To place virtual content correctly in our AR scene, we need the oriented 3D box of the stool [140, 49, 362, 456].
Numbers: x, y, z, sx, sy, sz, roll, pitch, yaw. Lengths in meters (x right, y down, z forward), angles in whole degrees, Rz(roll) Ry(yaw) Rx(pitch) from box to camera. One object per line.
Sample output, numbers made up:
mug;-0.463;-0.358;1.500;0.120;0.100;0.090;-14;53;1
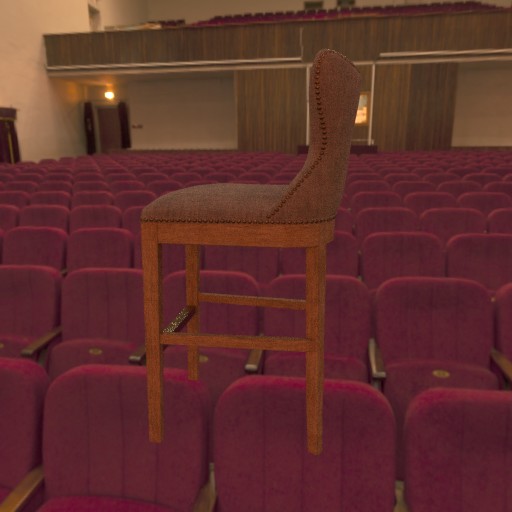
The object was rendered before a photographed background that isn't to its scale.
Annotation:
stool;0.000;0.000;1.416;0.606;1.123;0.494;2;13;9
